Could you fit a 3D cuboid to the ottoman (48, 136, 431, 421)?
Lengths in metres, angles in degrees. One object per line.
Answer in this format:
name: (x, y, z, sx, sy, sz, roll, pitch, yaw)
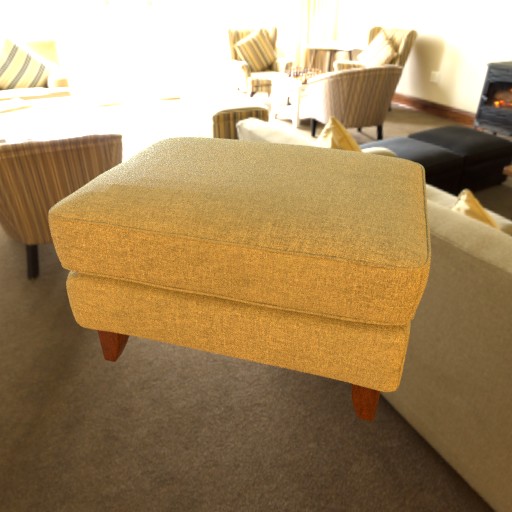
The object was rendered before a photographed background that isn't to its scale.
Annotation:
ottoman: (0.000, 0.000, 1.303, 0.889, 0.561, 0.661, 9, 32, 14)
